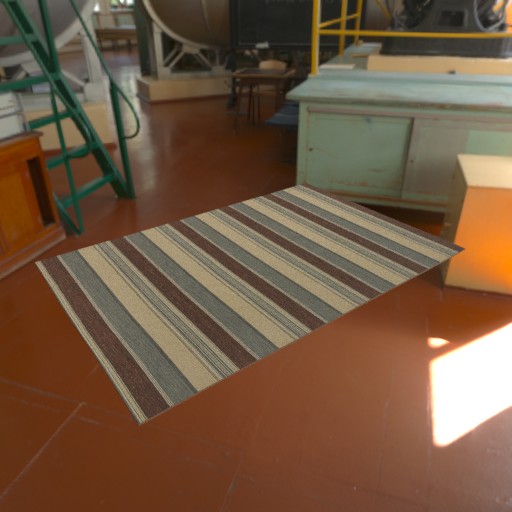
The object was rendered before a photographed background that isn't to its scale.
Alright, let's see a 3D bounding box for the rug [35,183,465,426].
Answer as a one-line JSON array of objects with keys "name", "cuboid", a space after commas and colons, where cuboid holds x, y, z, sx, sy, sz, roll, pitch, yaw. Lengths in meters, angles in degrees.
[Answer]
[{"name": "rug", "cuboid": [0.000, 0.000, 2.248, 1.829, 0.008, 1.219, -21, 36, -32]}]
